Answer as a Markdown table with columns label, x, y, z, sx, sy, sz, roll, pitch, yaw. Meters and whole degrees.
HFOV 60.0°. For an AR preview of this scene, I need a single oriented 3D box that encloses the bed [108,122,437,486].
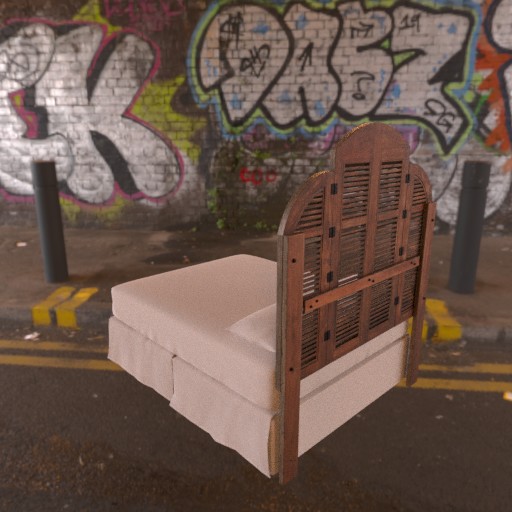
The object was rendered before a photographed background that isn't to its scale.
| label | x | y | z | sx | sy | sz | roll | pitch | yaw |
| --- | --- | --- | --- | --- | --- | --- | --- | --- | --- |
| bed | 0.000 | 0.000 | 3.550 | 1.713 | 2.019 | 2.138 | -15 | 21 | -42 |
